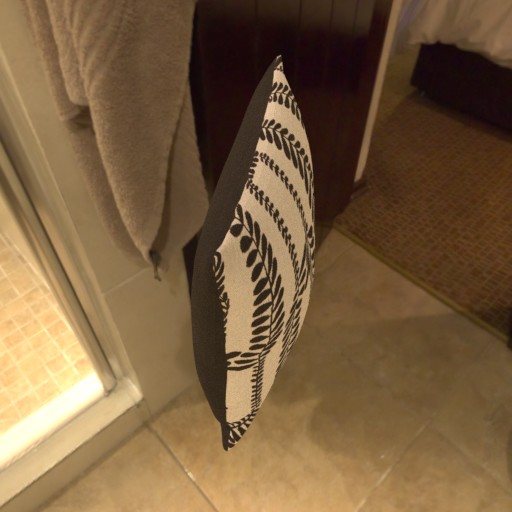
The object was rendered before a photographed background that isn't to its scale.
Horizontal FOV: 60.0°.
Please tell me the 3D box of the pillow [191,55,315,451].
[{"bbox_3d":[0.000,0.000,0.676,0.182,0.441,0.440,7,48,7],"label":"pillow"}]
